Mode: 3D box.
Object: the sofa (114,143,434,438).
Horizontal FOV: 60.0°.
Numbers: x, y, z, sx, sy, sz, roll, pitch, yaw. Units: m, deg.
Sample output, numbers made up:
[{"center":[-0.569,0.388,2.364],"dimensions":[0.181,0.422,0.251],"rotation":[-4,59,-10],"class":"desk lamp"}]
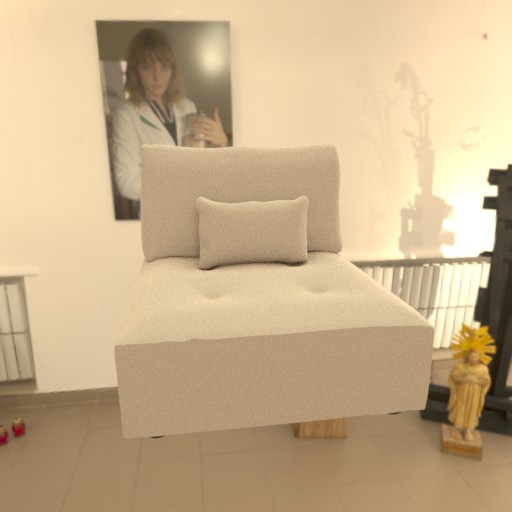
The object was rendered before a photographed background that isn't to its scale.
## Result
[{"center":[0.000,0.000,1.702],"dimensions":[0.935,0.828,1.000],"rotation":[-2,15,-9],"class":"sofa"}]
